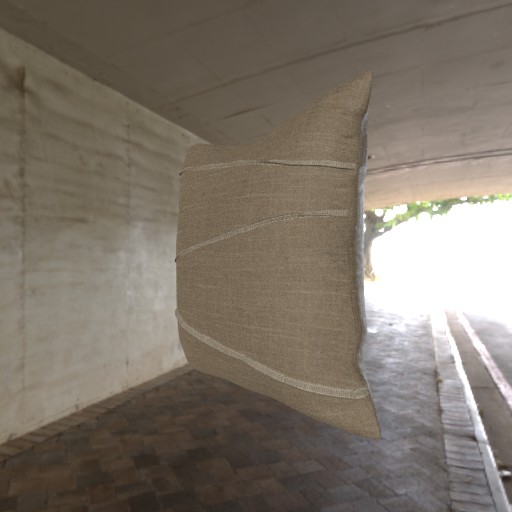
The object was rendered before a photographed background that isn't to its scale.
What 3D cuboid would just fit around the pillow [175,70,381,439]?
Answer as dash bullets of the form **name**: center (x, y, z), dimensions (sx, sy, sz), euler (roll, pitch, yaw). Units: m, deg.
- **pillow**: center (0.000, 0.000, 0.635), dimensions (0.169, 0.400, 0.424), euler (0, 0, -37)
